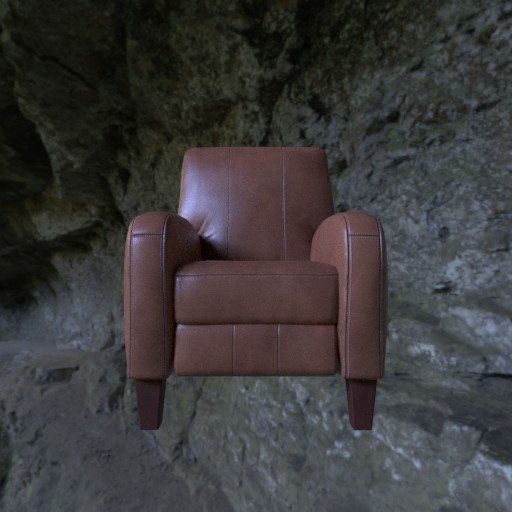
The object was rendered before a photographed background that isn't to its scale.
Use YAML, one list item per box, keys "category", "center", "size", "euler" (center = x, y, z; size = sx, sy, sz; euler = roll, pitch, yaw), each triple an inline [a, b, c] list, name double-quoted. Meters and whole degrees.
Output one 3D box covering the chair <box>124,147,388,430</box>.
- category: "chair"
  center: [0.000, 0.000, 1.684]
  size: [0.762, 0.990, 0.990]
  euler: [0, 0, 0]
